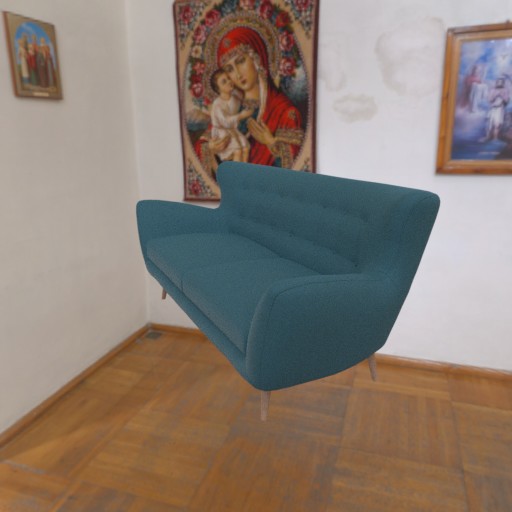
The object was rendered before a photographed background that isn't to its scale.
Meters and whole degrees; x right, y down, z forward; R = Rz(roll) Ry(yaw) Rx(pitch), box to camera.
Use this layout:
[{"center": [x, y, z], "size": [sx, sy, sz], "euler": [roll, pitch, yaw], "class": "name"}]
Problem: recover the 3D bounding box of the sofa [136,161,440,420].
[{"center": [0.000, 0.000, 2.409], "size": [0.889, 0.890, 1.930], "euler": [-8, 18, -26], "class": "sofa"}]
